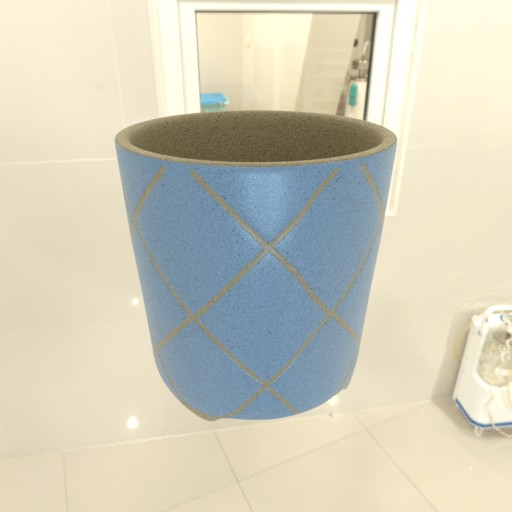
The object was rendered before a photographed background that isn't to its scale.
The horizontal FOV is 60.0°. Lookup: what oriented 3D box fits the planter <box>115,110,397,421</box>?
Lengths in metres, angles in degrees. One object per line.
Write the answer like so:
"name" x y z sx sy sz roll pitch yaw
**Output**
"planter" 0.000 0.000 0.421 0.227 0.235 0.227 0 26 0
